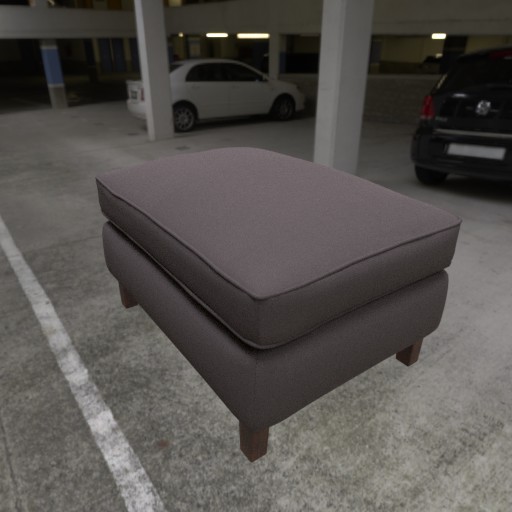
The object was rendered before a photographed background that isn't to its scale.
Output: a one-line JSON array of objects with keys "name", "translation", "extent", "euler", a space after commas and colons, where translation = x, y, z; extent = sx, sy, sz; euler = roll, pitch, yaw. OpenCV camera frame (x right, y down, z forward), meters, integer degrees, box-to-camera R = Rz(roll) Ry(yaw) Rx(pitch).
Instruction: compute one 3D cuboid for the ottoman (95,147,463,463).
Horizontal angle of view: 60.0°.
[{"name": "ottoman", "translation": [0.000, 0.000, 0.982], "extent": [0.508, 0.406, 0.686], "euler": [-18, 32, -31]}]
